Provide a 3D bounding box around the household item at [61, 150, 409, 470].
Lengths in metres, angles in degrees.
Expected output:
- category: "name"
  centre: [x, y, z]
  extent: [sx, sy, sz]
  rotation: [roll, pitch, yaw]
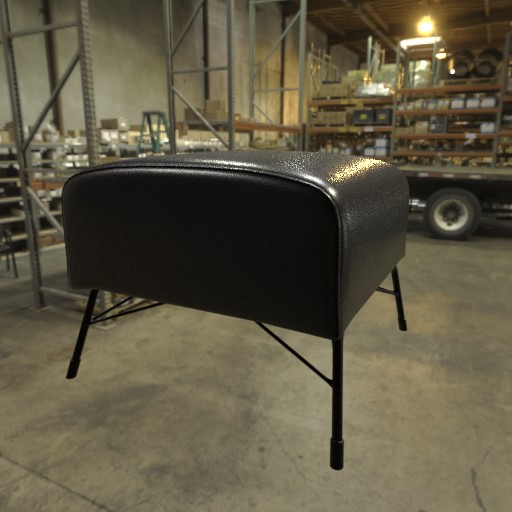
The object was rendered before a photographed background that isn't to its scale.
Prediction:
- category: "household item"
  centre: [0.000, 0.000, 0.882]
  extent: [0.530, 0.410, 0.530]
  rotation: [7, 16, 27]
